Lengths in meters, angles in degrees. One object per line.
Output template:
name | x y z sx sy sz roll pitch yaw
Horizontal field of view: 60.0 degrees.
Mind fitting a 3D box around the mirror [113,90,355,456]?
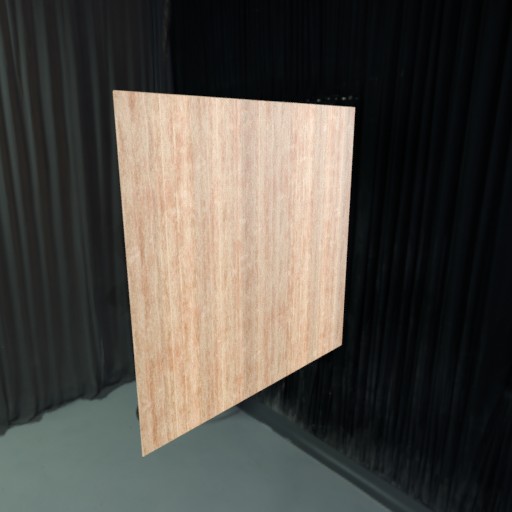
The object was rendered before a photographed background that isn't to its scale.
mirror | 0.000 0.000 0.986 0.651 0.651 0.047 -15 21 -43
